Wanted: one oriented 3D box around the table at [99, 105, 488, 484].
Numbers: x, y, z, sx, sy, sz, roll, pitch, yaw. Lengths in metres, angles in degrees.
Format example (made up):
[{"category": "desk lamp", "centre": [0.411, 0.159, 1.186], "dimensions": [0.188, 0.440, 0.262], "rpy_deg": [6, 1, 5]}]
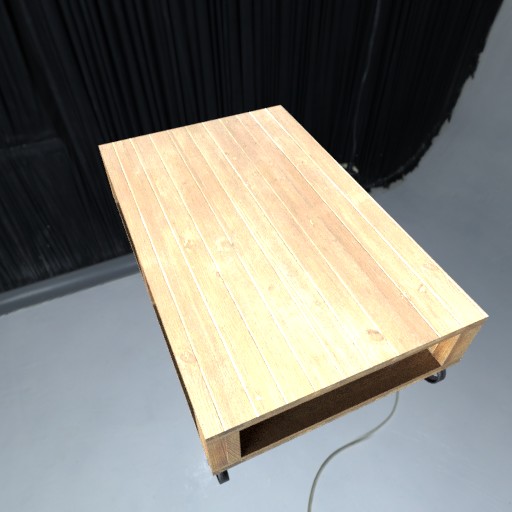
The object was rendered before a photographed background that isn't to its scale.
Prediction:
[{"category": "table", "centre": [0.000, 0.000, 1.665], "dimensions": [0.827, 0.413, 1.299], "rpy_deg": [-18, 49, -16]}]
